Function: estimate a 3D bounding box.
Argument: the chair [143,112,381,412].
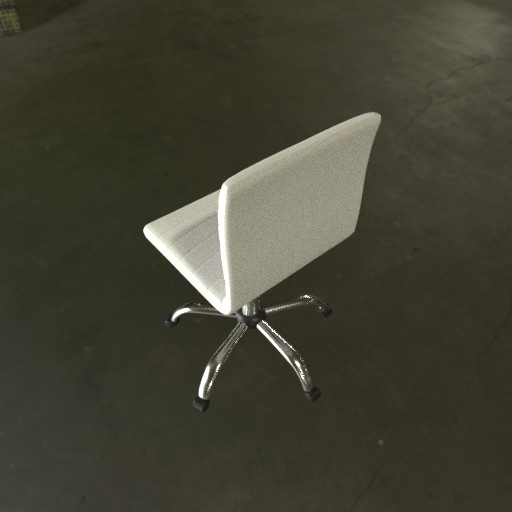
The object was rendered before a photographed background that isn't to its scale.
[{"bbox_3d":[0.000,0.000,1.139,0.556,0.780,0.530,-31,52,-28],"label":"chair"}]
